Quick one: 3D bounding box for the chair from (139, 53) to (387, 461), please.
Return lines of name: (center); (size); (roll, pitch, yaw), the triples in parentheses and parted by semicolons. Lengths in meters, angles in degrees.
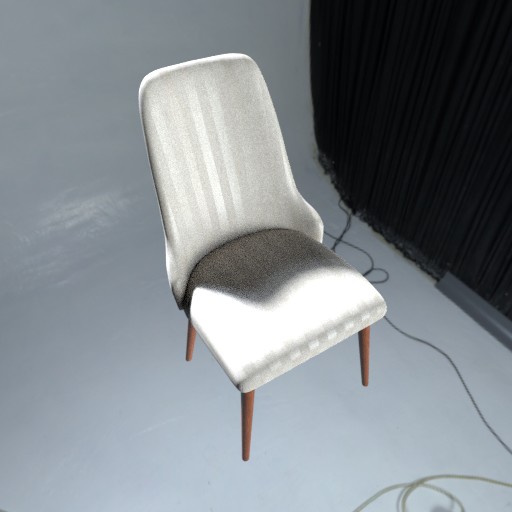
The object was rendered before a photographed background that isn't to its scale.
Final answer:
chair: (0.000, 0.000, 1.309); (0.526, 0.917, 0.684); (-23, 49, -22)
